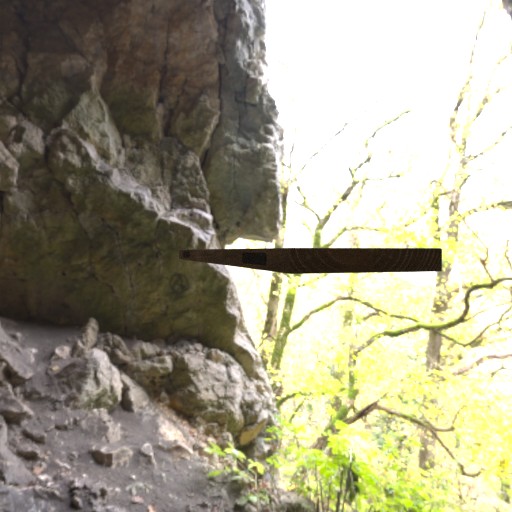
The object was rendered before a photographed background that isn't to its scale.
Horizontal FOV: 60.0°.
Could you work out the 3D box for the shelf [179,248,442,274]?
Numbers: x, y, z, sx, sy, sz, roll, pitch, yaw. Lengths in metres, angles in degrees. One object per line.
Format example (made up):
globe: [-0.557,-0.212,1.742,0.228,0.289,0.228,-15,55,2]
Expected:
shelf: [0.000,0.000,0.648,0.140,0.020,0.610,0,1,-18]
